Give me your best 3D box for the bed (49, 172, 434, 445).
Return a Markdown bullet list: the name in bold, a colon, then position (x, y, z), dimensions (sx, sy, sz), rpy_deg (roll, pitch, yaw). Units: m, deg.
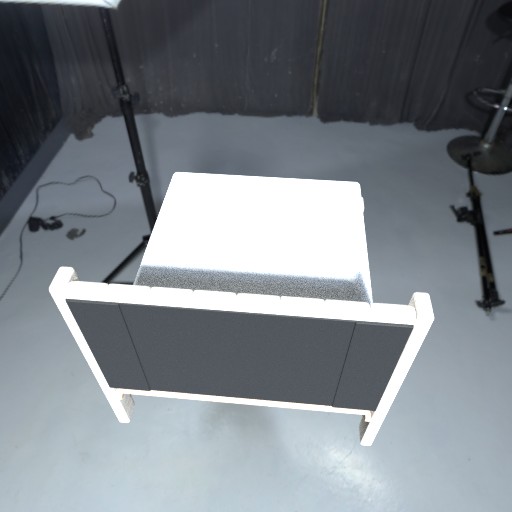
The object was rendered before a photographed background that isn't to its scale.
- **bed**: position (0.000, 0.000, 3.733), dimensions (2.045, 1.743, 2.370), rpy_deg (4, 47, 4)
